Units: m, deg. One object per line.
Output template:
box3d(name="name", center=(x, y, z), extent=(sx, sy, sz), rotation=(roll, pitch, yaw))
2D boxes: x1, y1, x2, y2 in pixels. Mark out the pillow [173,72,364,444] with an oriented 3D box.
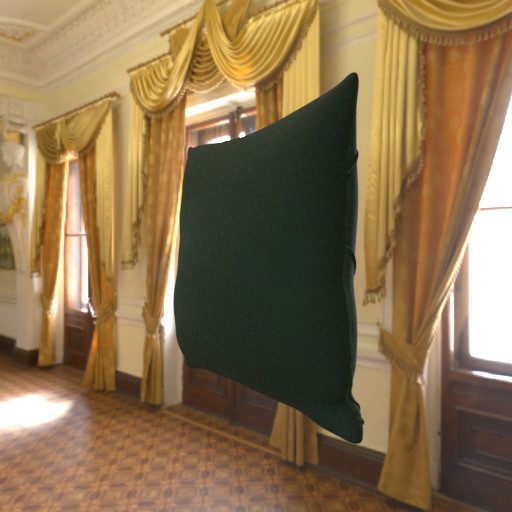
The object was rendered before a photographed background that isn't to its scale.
box3d(name="pillow", center=(0.000, 0.000, 0.697), extent=(0.184, 0.440, 0.439), rotation=(0, 0, -36))
